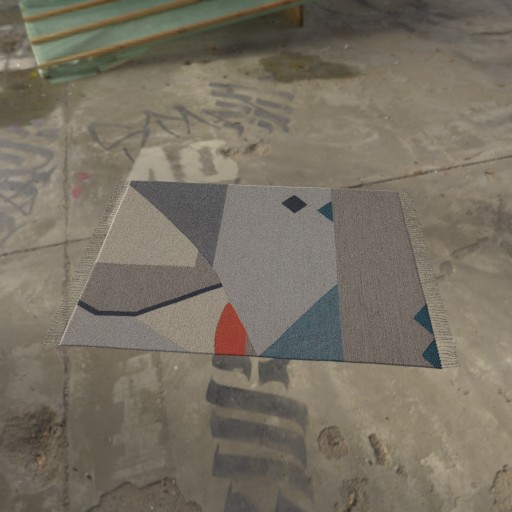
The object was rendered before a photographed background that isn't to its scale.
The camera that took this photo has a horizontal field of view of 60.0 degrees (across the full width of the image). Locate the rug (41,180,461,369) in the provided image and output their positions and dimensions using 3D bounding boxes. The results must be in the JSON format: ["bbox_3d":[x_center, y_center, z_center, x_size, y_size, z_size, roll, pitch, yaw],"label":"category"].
[{"bbox_3d":[0.000,0.000,2.334,1.828,0.005,1.220,3,46,3],"label":"rug"}]
